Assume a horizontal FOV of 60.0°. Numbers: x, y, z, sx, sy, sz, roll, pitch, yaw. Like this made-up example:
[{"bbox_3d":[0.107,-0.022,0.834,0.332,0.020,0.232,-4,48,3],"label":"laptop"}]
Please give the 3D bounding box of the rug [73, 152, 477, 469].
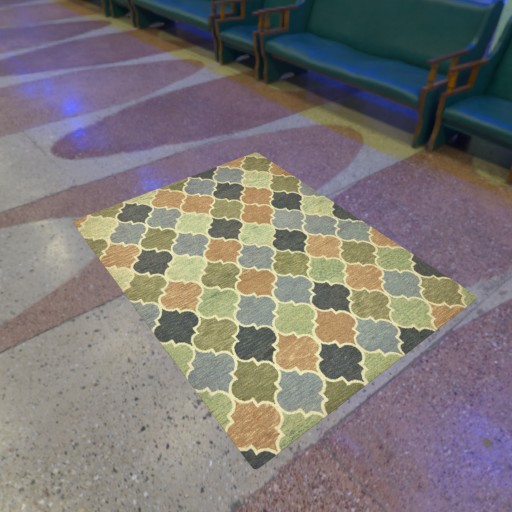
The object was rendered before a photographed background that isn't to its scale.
[{"bbox_3d":[0.000,0.000,4.264,2.439,0.013,3.200,-27,49,-27],"label":"rug"}]
